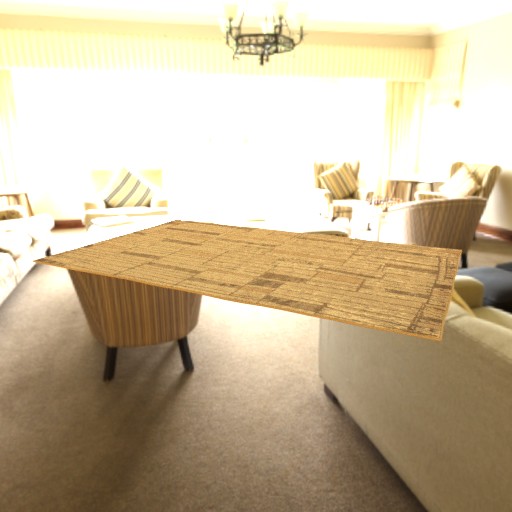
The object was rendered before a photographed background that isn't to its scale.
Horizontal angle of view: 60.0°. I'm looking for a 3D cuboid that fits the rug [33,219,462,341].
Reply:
[{"bbox_3d":[0.000,0.000,2.957,2.444,0.023,1.531,8,18,26],"label":"rug"}]
